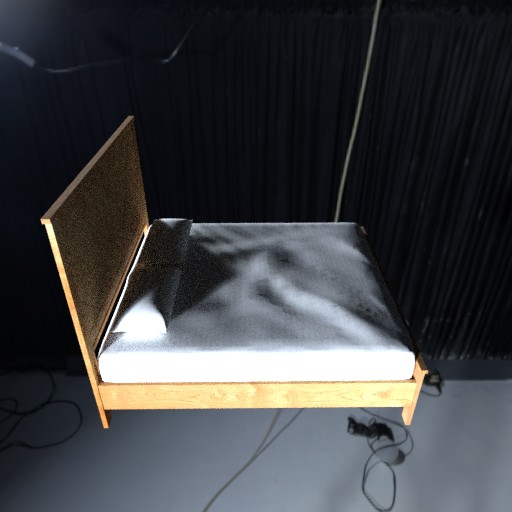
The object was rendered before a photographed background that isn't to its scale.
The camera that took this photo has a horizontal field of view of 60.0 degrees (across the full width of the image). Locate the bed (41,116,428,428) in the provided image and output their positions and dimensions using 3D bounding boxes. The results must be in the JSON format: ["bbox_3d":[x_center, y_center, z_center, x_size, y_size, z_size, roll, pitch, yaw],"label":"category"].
[{"bbox_3d":[0.000,0.000,3.523,2.201,1.686,1.936,0,32,-1],"label":"bed"}]
